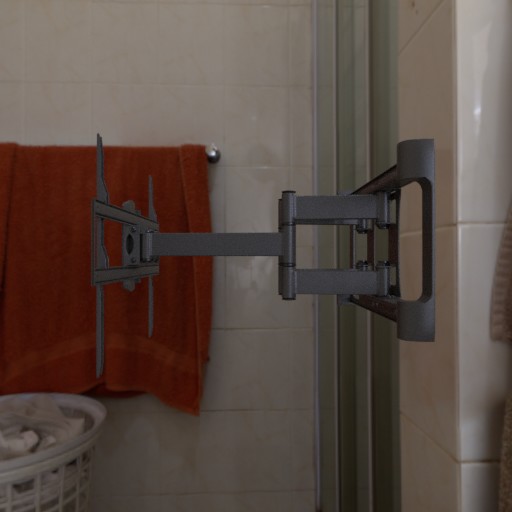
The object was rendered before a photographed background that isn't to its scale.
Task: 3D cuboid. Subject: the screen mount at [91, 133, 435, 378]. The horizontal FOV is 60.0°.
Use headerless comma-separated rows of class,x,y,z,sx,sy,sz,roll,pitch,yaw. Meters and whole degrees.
screen mount,0.000,0.000,0.963,0.556,0.424,0.571,0,0,-1
